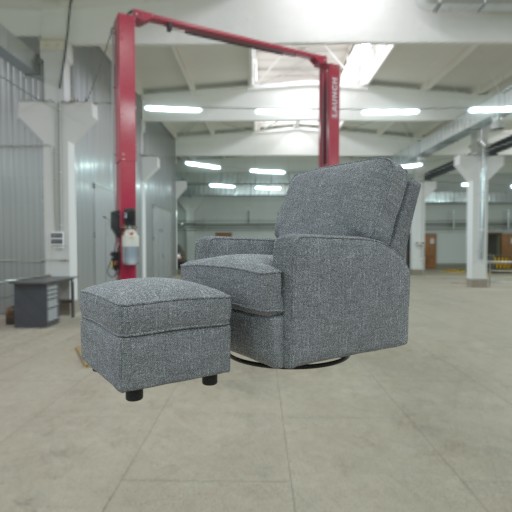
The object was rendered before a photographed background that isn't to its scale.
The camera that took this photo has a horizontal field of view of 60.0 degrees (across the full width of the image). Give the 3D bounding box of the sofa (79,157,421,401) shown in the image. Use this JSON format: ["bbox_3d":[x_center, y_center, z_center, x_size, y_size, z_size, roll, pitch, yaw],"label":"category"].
[{"bbox_3d":[0.000,0.000,2.069,1.472,0.959,0.861,-1,2,-35],"label":"sofa"}]
